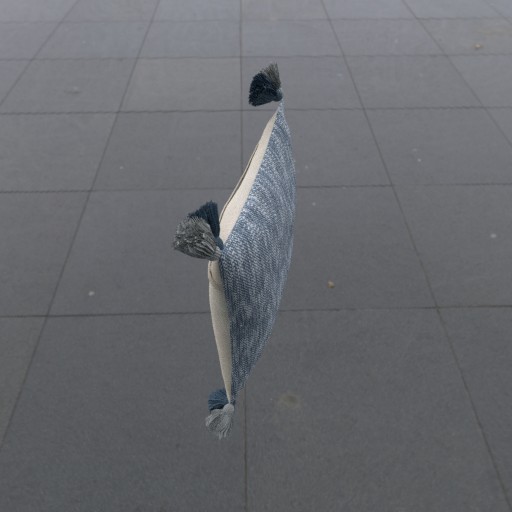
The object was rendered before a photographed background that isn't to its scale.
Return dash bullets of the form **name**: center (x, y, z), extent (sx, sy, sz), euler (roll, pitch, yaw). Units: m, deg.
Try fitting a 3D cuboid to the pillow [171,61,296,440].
- **pillow**: center (0.000, 0.000, 0.961), extent (0.138, 0.634, 0.614), euler (10, 48, 9)
